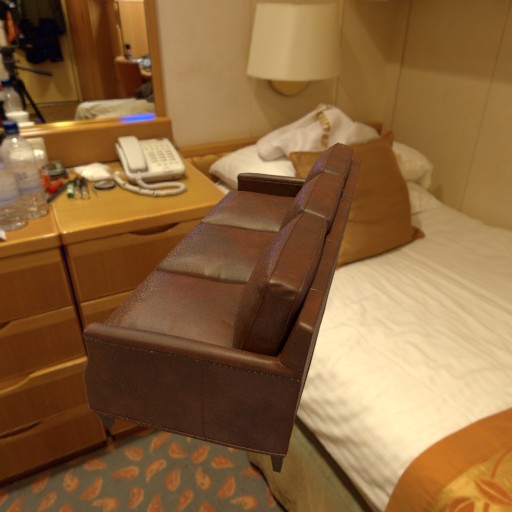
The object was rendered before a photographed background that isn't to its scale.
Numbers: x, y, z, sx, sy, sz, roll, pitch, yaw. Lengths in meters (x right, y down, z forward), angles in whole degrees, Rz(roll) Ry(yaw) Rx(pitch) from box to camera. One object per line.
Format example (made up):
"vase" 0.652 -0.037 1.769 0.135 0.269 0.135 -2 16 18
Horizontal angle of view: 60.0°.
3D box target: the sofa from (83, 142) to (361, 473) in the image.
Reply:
"sofa" 0.000 0.000 2.793 1.084 1.003 2.240 8 30 14
